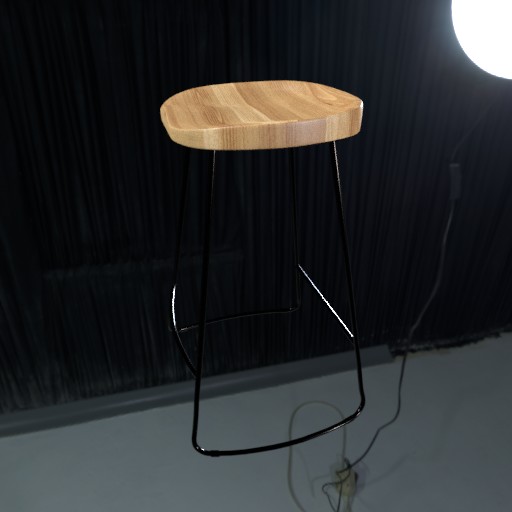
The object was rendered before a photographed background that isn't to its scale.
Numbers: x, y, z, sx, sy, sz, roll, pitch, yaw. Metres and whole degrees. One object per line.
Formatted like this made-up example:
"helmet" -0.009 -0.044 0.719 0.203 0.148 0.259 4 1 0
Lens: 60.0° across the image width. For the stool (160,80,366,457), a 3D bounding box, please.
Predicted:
"stool" 0.000 0.000 0.979 0.401 0.679 0.480 -8 30 -15
